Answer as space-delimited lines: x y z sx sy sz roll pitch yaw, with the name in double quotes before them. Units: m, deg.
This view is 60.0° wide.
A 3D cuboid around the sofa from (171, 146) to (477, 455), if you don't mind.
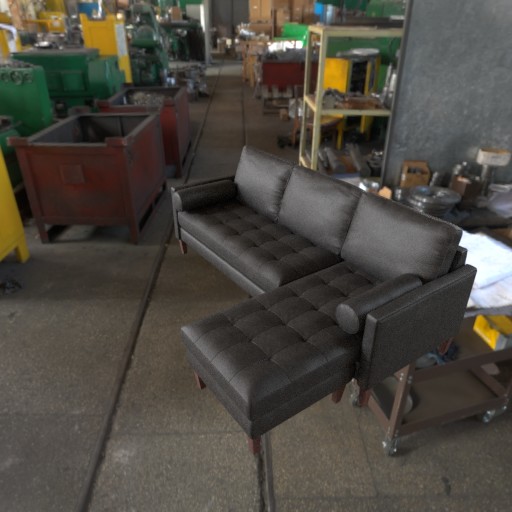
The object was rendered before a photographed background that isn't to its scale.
"sofa" 0.000 0.000 2.930 1.497 0.876 2.178 -19 34 -30
